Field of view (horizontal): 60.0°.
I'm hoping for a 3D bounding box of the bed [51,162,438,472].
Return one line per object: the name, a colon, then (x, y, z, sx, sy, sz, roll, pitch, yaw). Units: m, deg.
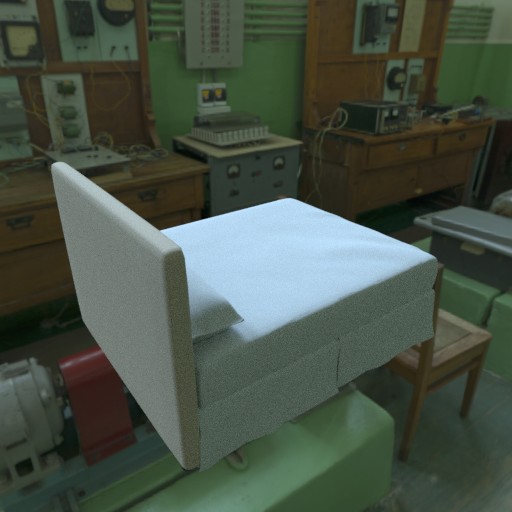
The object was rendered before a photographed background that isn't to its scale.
bed: (0.000, 0.000, 3.140, 2.142, 1.330, 1.748, -18, 32, -32)
